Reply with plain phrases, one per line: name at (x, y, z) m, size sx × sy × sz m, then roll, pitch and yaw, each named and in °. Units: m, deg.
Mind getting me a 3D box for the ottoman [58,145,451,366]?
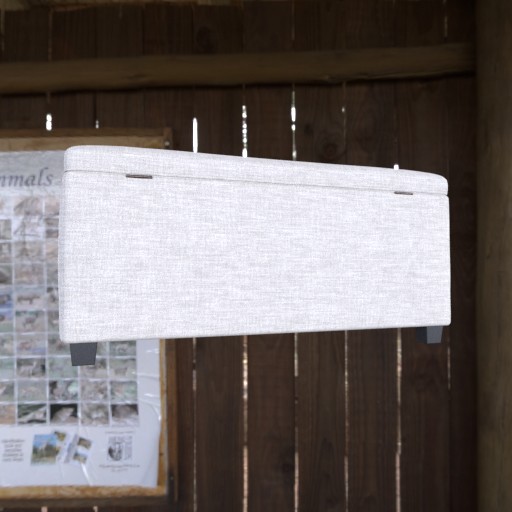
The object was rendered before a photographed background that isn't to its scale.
ottoman at (0.000, 0.000, 1.136) m, size 0.902 × 0.432 × 0.419 m, roll 1°, pitch -2°, yaw -18°
